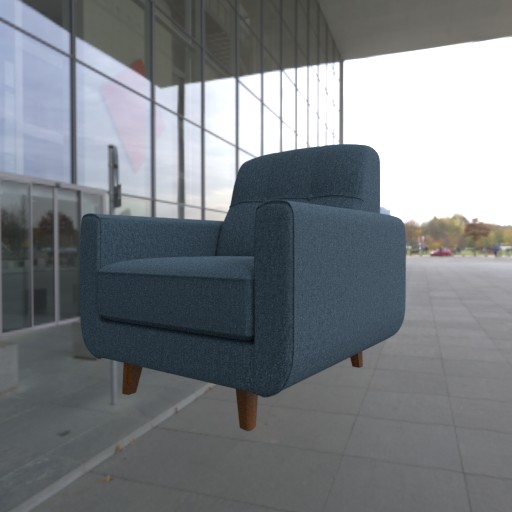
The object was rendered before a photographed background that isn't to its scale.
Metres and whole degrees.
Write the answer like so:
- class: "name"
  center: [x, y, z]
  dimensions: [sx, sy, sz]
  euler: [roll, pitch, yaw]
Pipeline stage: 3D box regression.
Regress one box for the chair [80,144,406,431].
- class: "chair"
  center: [0.000, 0.000, 1.700]
  dimensions: [0.880, 0.940, 0.964]
  euler: [1, 1, 35]
